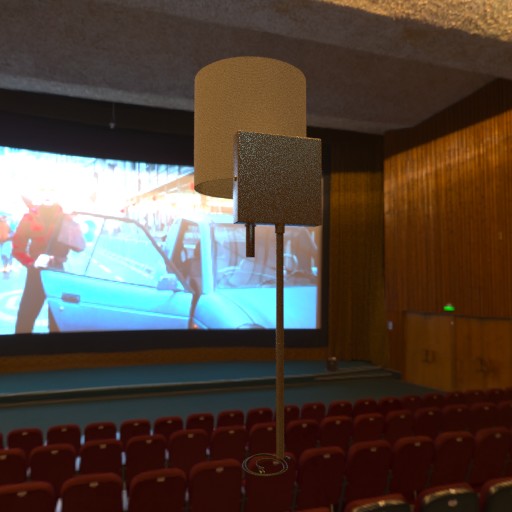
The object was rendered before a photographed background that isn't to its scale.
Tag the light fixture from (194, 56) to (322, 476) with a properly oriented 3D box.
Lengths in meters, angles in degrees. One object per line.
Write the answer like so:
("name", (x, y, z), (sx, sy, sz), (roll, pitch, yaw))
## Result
("light fixture", (0.000, 0.000, 0.712), (0.188, 0.589, 0.248), (1, -3, -19))
